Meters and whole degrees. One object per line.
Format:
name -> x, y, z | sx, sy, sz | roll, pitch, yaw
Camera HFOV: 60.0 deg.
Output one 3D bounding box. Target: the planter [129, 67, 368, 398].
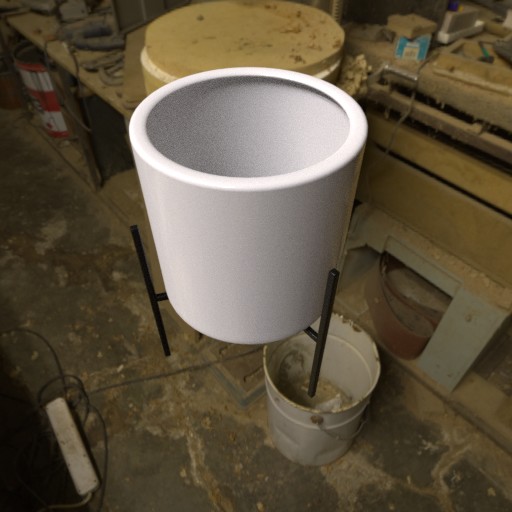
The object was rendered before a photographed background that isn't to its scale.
planter -> 0.000, 0.000, 0.530 | 0.239, 0.356, 0.239 | -30, 53, -26
